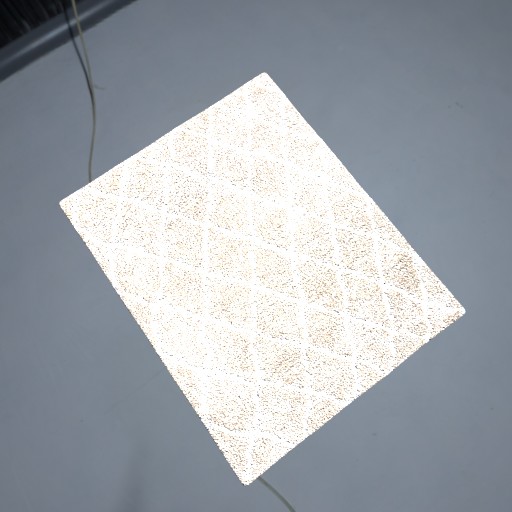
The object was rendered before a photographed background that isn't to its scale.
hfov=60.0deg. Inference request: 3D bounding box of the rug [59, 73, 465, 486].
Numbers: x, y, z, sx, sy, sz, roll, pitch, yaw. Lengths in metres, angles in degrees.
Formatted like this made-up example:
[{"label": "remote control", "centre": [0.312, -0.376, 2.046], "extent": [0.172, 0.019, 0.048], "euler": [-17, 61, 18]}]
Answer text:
[{"label": "rug", "centre": [0.000, 0.000, 4.086], "extent": [2.438, 0.029, 3.047], "euler": [-35, 79, -8]}]
